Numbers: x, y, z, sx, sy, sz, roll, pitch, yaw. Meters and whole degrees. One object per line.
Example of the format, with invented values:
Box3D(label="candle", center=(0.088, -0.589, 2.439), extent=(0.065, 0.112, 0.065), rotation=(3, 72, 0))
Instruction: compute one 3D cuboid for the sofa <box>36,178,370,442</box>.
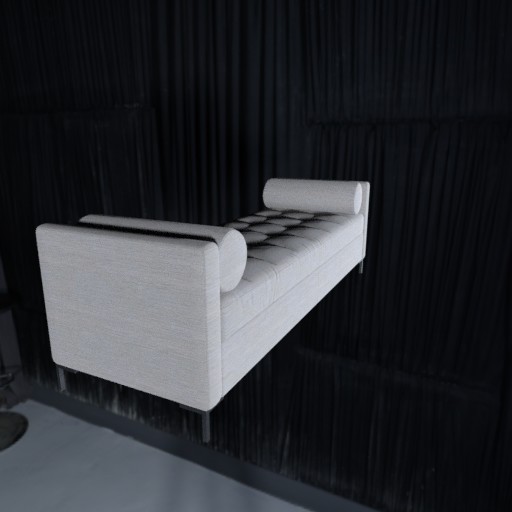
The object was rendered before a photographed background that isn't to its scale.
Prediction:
Box3D(label="sofa", center=(0.000, 0.000, 2.273), extent=(0.686, 0.635, 1.981), rotation=(8, 17, 26))
